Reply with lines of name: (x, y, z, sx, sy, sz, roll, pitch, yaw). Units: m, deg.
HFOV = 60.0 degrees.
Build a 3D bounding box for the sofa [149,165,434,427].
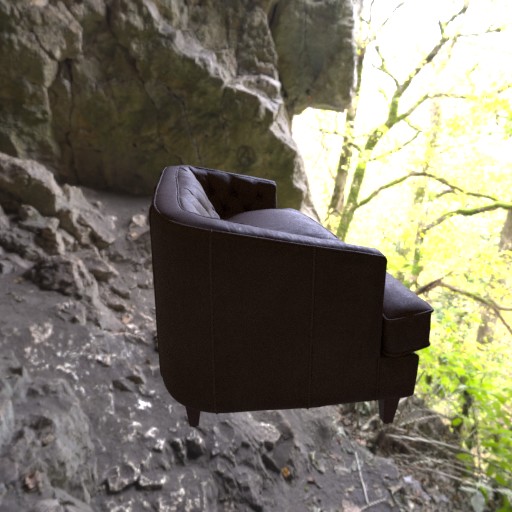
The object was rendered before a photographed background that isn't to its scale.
sofa: (0.000, 0.000, 2.179, 0.917, 0.799, 1.767, -3, 17, -9)
